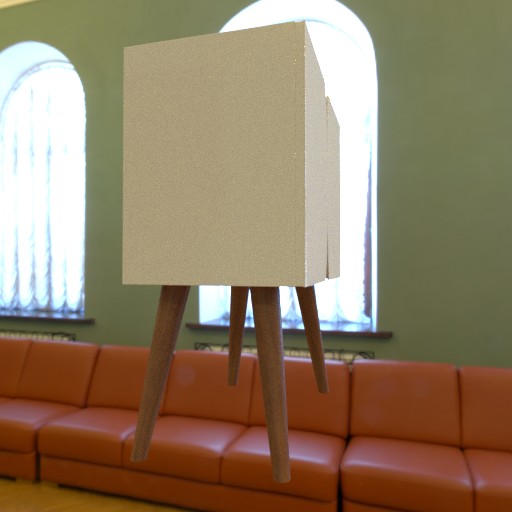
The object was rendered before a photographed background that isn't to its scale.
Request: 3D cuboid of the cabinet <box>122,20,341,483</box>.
[{"bbox_3d":[0.000,0.000,1.056,0.344,0.772,0.591,0,-1,16],"label":"cabinet"}]
